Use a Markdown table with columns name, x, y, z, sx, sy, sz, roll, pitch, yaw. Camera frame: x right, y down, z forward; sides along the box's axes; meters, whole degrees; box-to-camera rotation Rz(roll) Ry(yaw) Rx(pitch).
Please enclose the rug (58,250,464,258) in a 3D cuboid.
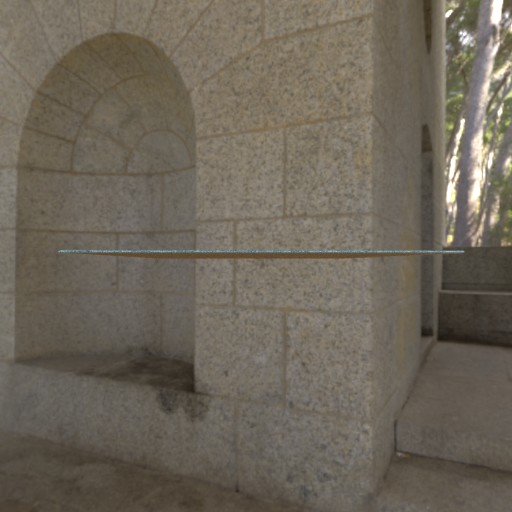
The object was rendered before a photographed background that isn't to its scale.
| name | x | y | z | sx | sy | sz | roll | pitch | yaw |
| --- | --- | --- | --- | --- | --- | --- | --- | --- | --- |
| rug | 0.000 | 0.000 | 4.174 | 2.441 | 0.016 | 3.050 | 0 | -1 | -2 |
